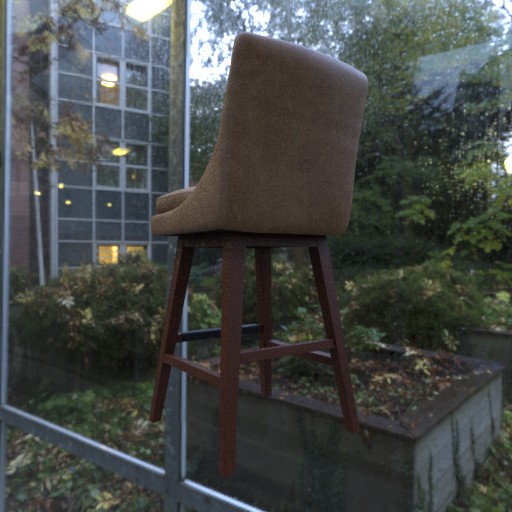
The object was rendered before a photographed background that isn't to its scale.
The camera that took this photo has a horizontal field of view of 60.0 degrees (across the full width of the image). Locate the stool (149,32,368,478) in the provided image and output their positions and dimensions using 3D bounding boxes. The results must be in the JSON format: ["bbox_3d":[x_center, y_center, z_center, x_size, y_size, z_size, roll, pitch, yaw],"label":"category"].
[{"bbox_3d":[0.000,0.000,1.383,0.487,1.079,0.572,0,0,-36],"label":"stool"}]
